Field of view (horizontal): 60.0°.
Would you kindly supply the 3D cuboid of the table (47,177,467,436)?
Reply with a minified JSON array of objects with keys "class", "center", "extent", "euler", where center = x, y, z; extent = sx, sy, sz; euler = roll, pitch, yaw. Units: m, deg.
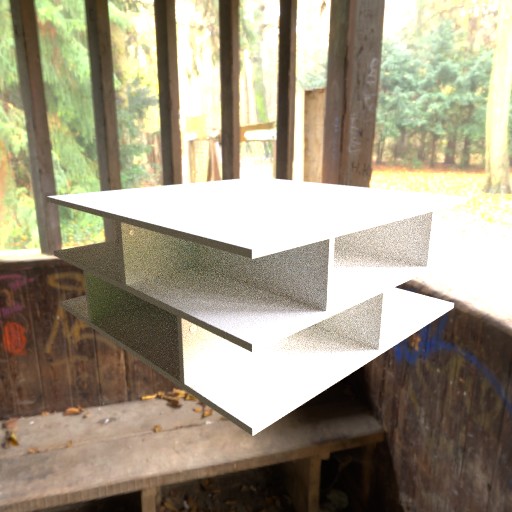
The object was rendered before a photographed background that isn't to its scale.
[{"class":"table","center":[0.000,0.000,1.081],"extent":[0.700,0.289,0.700],"euler":[-15,21,-42]}]
